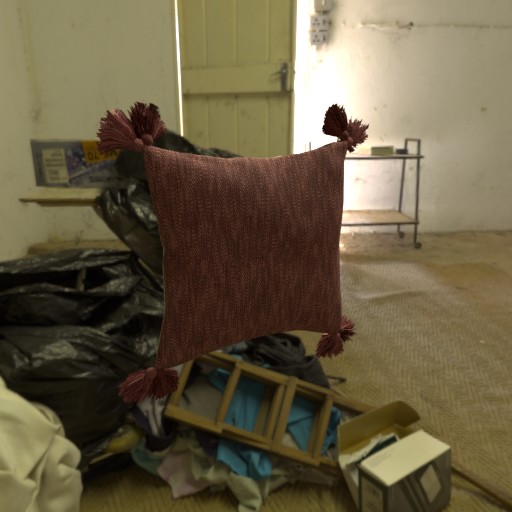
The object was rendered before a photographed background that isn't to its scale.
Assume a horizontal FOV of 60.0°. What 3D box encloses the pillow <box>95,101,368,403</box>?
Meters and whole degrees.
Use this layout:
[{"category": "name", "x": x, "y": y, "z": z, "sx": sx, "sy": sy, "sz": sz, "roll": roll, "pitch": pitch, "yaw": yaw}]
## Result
[{"category": "pillow", "x": 0.000, "y": 0.000, "z": 0.991, "sx": 0.641, "sy": 0.659, "sz": 0.138, "roll": -8, "pitch": 18, "yaw": -25}]
